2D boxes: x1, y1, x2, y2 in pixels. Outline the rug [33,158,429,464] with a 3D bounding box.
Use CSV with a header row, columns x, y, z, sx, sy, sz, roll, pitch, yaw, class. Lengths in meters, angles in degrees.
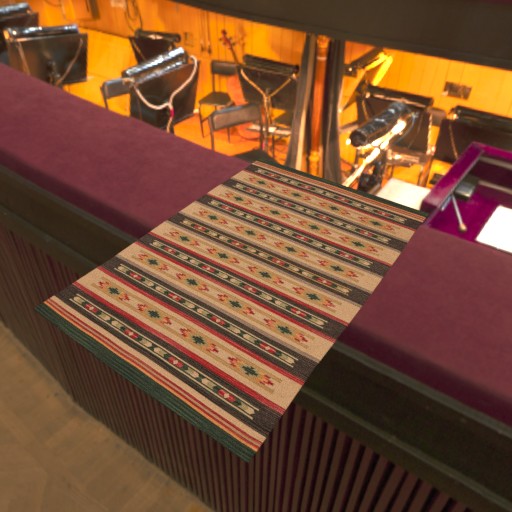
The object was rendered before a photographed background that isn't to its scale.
x,y,z,sx,sy,sz,roll,pitch,yaw,class
0.000,0.000,2.321,1.221,0.009,1.825,24,46,26,rug
